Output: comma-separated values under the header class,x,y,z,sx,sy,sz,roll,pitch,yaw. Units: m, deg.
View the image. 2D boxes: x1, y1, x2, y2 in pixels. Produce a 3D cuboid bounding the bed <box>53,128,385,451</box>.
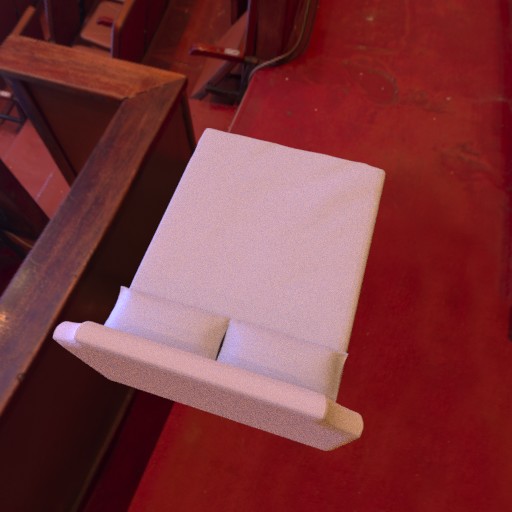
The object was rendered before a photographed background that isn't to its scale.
class,x,y,z,sx,sy,sz,roll,pitch,yaw
bed,0.000,0.000,3.282,1.828,1.297,2.164,15,64,8
